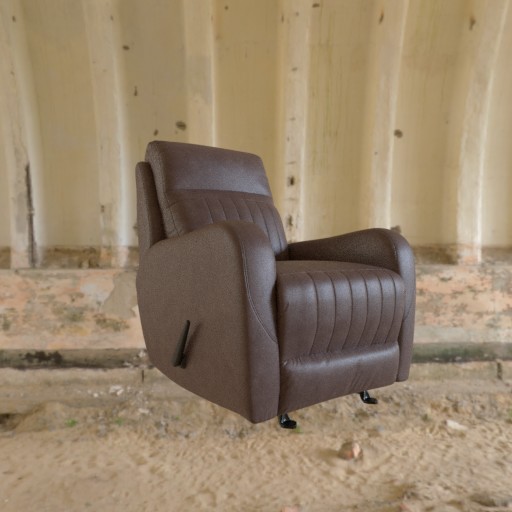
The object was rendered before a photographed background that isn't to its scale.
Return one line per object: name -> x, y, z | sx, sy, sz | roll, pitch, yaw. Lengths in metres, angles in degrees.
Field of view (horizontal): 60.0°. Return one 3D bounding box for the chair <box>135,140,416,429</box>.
chair -> 0.000, 0.000, 1.842 | 0.865, 1.067, 1.067 | 0, 0, -36
